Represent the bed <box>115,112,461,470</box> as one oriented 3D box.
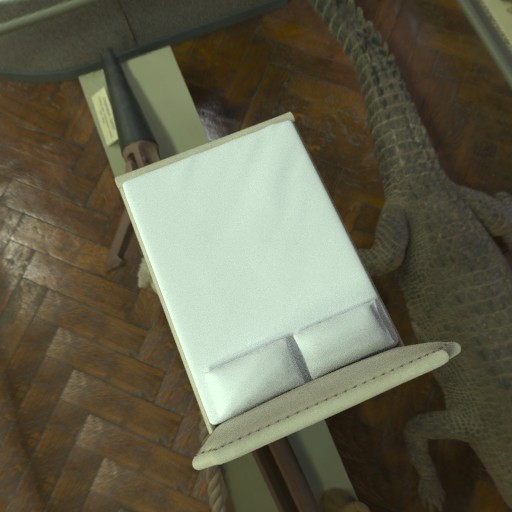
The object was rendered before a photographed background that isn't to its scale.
[{"bbox_3d":[0.000,0.000,3.397,1.712,1.443,2.372,-22,77,-5],"label":"bed"}]
